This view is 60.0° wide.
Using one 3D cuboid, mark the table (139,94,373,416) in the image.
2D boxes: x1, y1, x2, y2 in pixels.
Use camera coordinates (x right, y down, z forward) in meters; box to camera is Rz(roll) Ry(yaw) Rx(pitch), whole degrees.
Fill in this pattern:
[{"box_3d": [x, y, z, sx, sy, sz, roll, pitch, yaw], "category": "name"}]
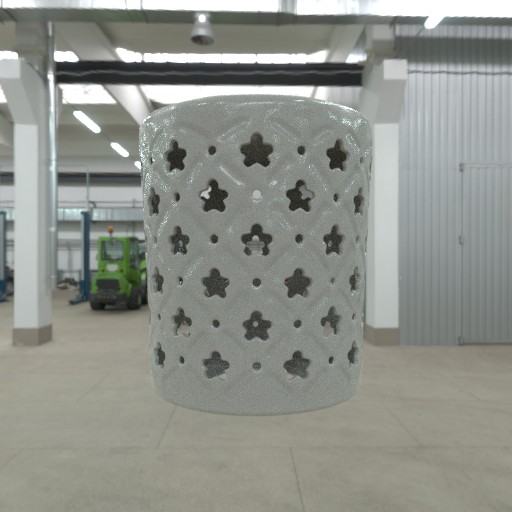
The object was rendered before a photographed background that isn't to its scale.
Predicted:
[{"box_3d": [0.000, 0.000, 0.685, 0.352, 0.387, 0.352, 0, 0, 0], "category": "table"}]
